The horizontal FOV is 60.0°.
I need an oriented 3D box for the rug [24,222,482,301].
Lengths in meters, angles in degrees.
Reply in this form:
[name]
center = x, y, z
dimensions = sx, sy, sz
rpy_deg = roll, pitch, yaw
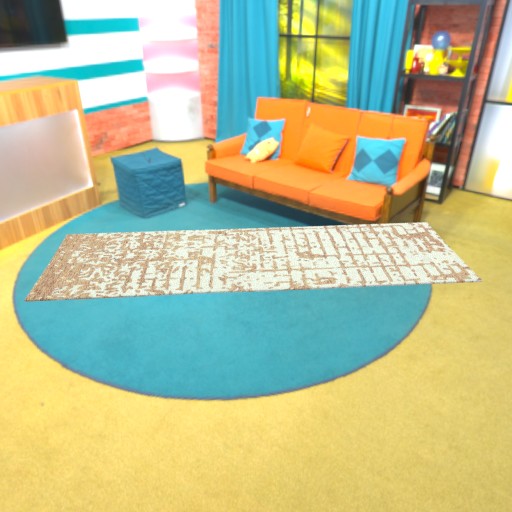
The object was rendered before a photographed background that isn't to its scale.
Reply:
[rug]
center = 0.000, 0.000, 2.671
dimensions = 2.435, 0.011, 0.750
rpy_deg = -2, 30, -4
